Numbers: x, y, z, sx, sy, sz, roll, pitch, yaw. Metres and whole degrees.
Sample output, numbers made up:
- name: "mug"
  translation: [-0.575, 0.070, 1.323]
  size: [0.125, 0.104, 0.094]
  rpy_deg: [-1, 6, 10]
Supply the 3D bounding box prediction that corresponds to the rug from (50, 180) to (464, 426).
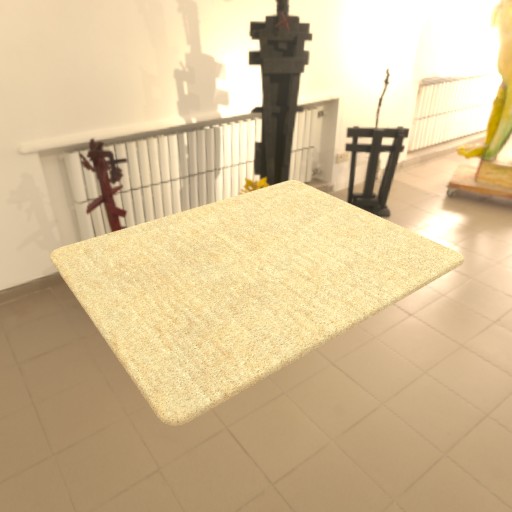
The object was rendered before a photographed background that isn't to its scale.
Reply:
- name: "rug"
  translation: [0.000, 0.000, 3.382]
  size: [2.528, 0.048, 2.009]
  rpy_deg: [-21, 37, -31]
